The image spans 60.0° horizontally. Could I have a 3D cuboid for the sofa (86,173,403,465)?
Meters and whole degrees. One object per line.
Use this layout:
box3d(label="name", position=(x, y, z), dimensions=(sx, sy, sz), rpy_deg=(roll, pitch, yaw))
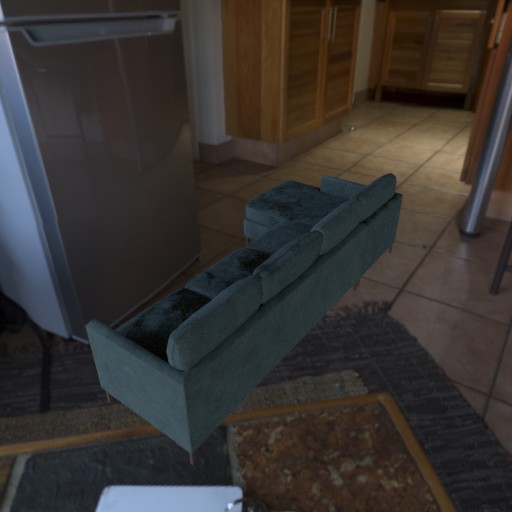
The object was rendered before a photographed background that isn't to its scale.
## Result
box3d(label="sofa", position=(0.000, 0.000, 4.128), dimensions=(1.500, 0.967, 3.400), rpy_deg=(21, 37, 31))
